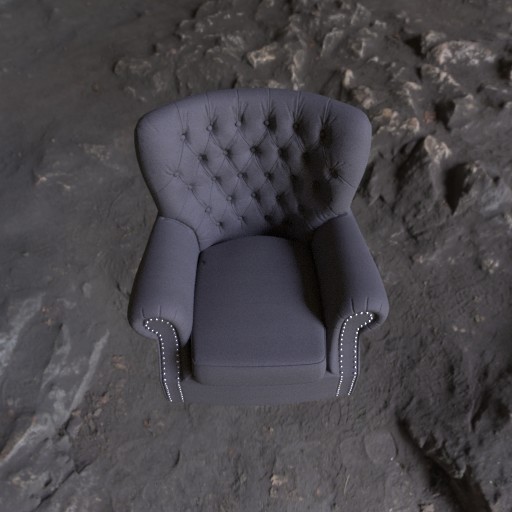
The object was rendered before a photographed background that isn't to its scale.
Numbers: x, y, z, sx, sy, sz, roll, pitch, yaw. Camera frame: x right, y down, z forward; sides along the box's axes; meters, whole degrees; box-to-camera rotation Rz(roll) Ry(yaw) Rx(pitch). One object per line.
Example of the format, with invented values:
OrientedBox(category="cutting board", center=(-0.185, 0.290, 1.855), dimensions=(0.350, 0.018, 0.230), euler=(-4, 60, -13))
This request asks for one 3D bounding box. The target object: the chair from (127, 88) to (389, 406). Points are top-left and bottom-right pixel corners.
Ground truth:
OrientedBox(category="chair", center=(0.000, 0.000, 1.865), dimensions=(0.983, 1.046, 0.983), euler=(-2, 47, -1))
